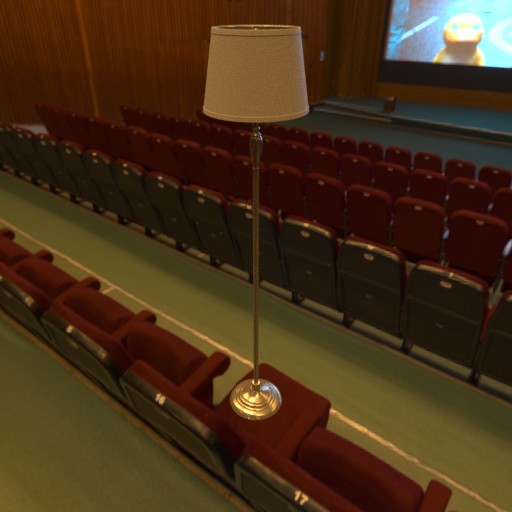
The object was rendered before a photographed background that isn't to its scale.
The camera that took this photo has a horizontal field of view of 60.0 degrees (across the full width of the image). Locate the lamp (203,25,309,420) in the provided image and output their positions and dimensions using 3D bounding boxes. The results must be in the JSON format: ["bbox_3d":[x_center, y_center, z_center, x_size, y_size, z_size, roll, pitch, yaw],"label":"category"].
[{"bbox_3d":[0.000,0.000,1.639,0.327,1.506,0.327,21,36,32],"label":"lamp"}]
